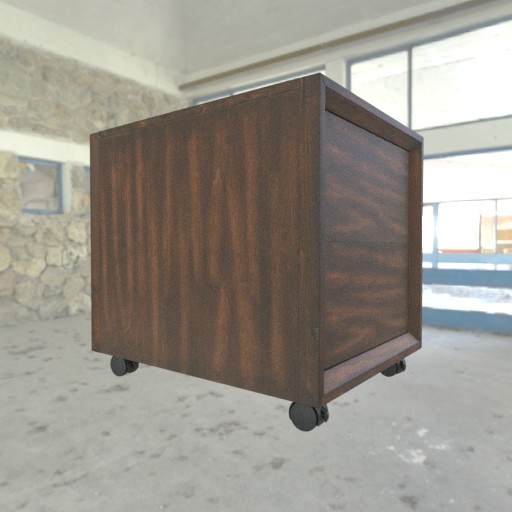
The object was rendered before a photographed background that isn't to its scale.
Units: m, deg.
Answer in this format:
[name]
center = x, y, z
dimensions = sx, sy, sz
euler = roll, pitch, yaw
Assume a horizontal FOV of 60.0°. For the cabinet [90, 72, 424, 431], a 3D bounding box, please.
[cabinet]
center = 0.000, 0.000, 0.846
dimensions = 0.500, 0.455, 0.402
euler = 1, 2, 37
